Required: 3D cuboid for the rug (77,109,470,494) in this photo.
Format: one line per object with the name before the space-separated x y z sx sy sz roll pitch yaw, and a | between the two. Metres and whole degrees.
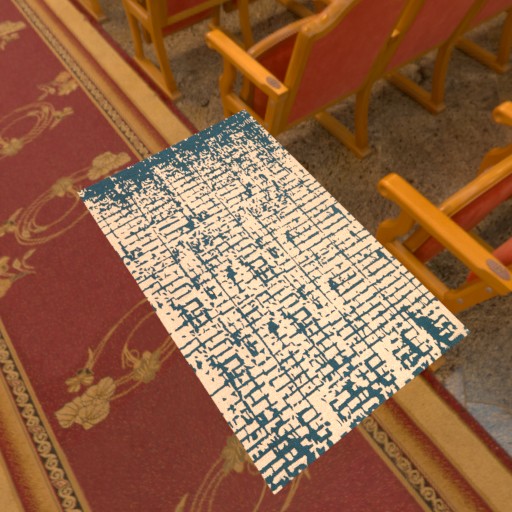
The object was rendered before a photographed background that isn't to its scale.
rug | 0.000 0.000 3.014 1.517 0.011 2.435 -32 65 -17
